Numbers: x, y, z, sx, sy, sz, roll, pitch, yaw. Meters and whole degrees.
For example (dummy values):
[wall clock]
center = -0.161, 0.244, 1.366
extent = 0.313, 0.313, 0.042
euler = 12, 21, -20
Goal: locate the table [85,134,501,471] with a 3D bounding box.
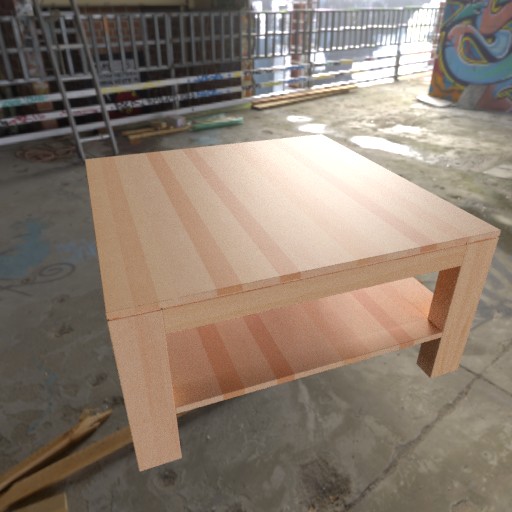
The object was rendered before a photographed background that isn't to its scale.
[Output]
[table]
center = 0.000, 0.000, 1.387
extent = 0.900, 0.450, 0.900
euler = -11, 32, -18
